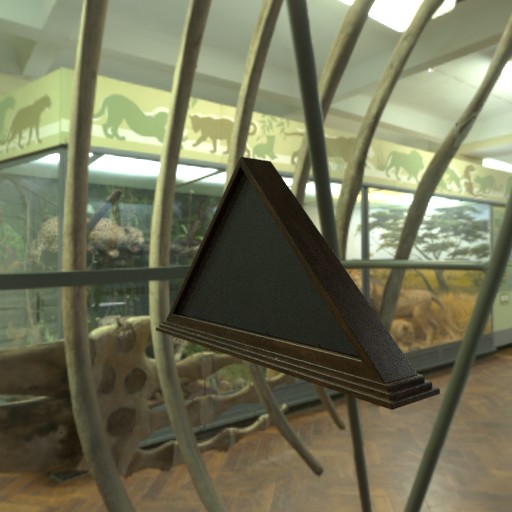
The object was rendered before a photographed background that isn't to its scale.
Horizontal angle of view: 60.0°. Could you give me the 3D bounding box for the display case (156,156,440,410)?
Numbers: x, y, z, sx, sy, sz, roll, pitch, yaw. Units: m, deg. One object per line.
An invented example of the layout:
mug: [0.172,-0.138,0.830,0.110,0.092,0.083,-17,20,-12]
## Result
display case: [0.000,0.000,0.778,0.095,0.340,0.640,0,0,-36]
